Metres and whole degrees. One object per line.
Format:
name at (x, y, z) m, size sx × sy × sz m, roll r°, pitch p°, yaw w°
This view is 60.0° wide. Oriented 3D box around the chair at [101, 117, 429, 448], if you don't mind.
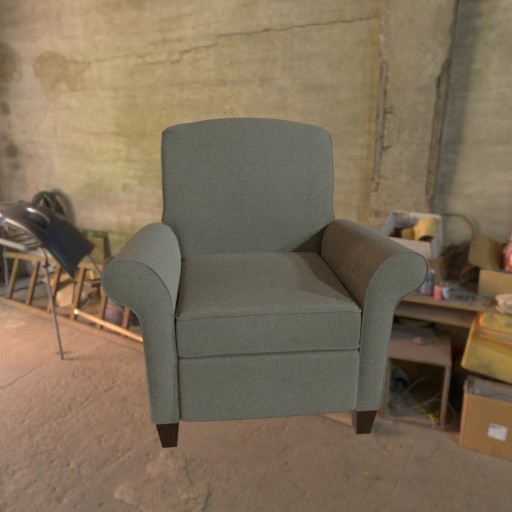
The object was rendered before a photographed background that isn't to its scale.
chair at (0.000, 0.000, 1.738) m, size 0.978 × 1.061 × 0.905 m, roll -2°, pitch 16°, yaw -6°
